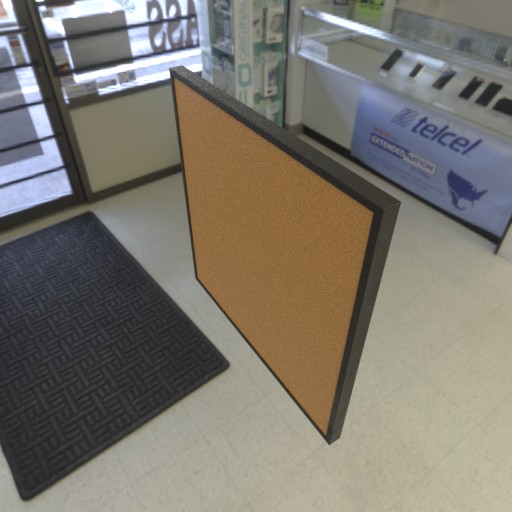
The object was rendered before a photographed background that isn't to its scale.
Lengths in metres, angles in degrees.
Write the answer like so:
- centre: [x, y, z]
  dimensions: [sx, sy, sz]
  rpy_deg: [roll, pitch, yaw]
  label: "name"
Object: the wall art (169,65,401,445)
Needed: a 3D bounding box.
- centre: [0.000, 0.000, 1.172]
  dimensions: [0.039, 0.763, 0.763]
  rpy_deg: [-24, 46, -25]
  label: "wall art"
